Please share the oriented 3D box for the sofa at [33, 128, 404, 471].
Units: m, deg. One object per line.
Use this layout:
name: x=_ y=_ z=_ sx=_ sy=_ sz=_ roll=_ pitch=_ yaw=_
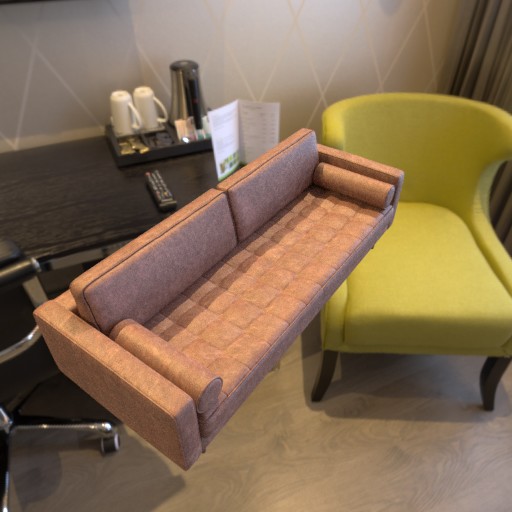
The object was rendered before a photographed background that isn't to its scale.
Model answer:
sofa: x=0.000 y=0.000 z=2.578 sx=0.914 sy=0.762 sz=2.210 roll=25 pitch=46 yaw=27
